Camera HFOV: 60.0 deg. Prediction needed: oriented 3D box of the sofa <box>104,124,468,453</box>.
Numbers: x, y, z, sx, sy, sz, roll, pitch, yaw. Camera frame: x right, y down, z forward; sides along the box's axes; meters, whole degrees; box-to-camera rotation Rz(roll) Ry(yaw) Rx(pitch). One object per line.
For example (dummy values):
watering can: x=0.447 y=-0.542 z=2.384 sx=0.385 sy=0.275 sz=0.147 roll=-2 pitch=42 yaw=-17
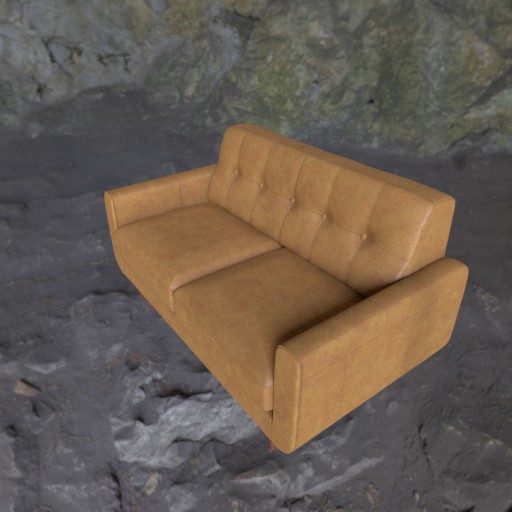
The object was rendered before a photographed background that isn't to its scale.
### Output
sofa: x=0.000 y=0.000 z=2.195 sx=0.952 sy=0.925 sz=1.651 roll=-21 pitch=37 yaw=-31
